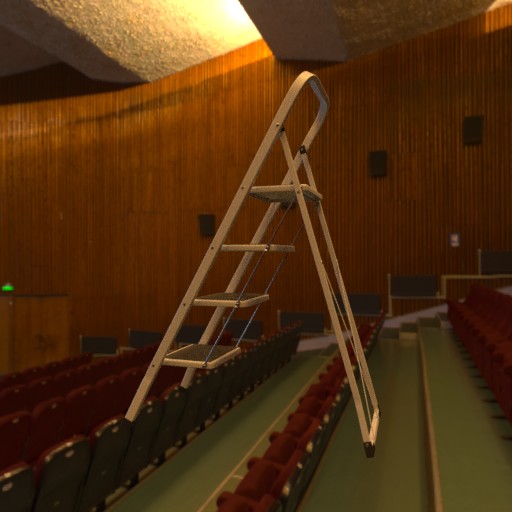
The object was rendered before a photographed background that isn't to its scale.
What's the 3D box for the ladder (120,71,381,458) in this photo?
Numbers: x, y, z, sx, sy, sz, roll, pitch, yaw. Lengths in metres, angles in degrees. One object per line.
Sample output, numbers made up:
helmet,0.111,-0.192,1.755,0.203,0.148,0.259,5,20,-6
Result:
ladder,0.000,0.000,1.719,0.914,1.265,0.460,0,0,19
